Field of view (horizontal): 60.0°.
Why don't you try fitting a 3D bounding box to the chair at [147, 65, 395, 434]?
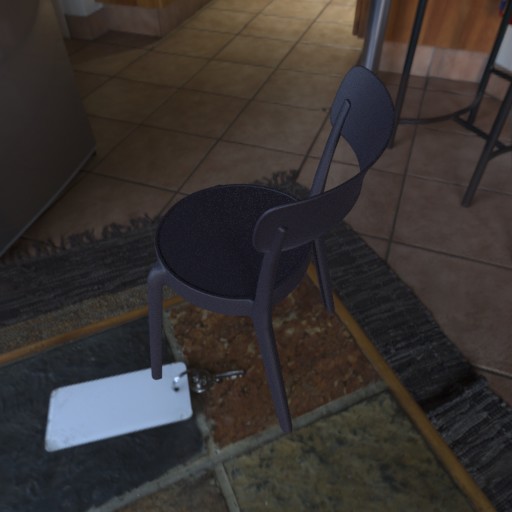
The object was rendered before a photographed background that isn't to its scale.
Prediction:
[{"bbox_3d":[0.000,0.000,1.089,0.491,0.790,0.506,16,49,15],"label":"chair"}]
